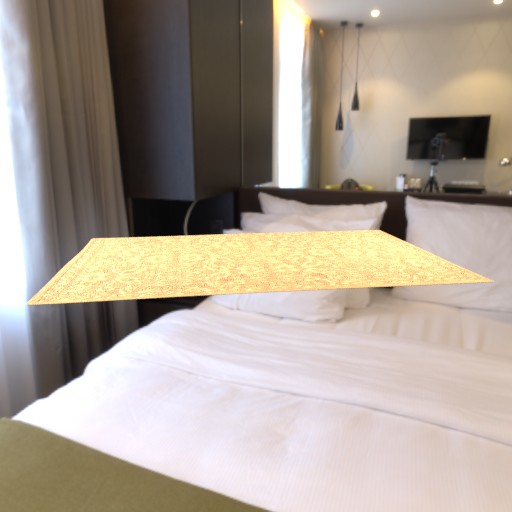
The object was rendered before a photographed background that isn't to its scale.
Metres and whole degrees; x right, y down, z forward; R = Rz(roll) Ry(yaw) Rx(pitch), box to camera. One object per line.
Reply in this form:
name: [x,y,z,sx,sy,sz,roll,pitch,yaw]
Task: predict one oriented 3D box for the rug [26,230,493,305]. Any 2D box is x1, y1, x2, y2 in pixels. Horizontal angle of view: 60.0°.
rug: [0.000,0.000,2.997,2.435,0.012,1.529,-2,14,-8]
